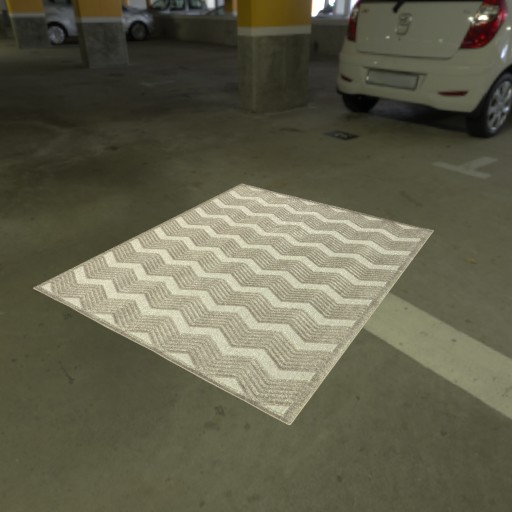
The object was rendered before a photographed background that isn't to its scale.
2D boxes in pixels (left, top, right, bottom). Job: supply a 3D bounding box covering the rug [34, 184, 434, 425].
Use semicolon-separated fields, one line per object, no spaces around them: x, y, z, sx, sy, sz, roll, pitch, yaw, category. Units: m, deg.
0.000;0.000;4.022;2.391;0.005;2.880;18;34;29;rug
